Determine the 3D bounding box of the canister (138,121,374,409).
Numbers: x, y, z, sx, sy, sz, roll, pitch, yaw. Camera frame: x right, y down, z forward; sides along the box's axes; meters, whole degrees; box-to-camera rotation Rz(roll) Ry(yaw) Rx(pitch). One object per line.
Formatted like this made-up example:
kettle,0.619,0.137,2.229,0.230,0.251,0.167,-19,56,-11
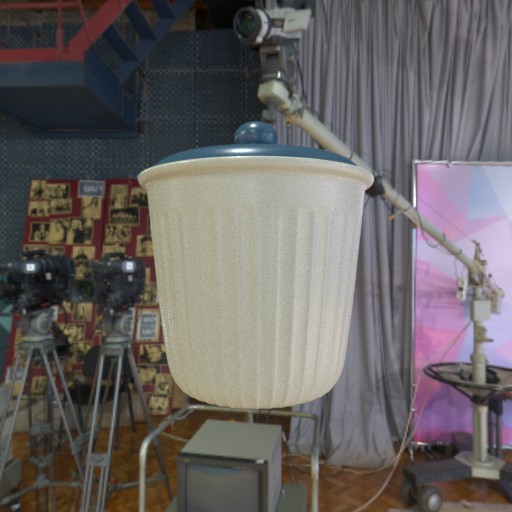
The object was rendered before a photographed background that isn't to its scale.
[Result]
canister,0.000,0.000,0.351,0.181,0.211,0.181,0,0,0
